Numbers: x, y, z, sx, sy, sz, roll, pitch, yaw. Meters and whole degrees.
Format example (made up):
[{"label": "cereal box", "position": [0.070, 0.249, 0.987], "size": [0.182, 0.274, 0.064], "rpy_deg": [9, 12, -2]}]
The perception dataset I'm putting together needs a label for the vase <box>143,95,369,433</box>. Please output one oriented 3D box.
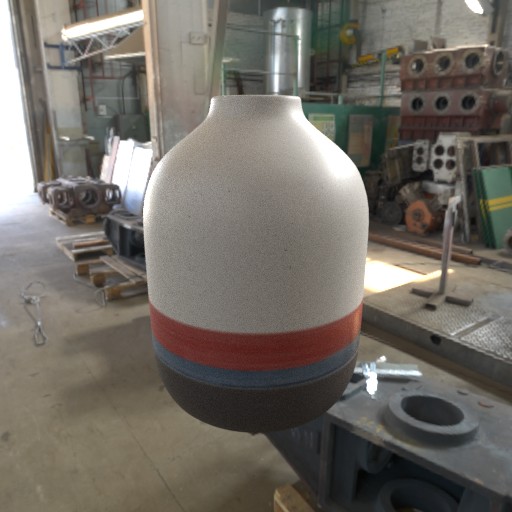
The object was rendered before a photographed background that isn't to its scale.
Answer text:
[{"label": "vase", "position": [0.000, 0.000, 0.351], "size": [0.169, 0.237, 0.169], "rpy_deg": [0, 17, 0]}]
